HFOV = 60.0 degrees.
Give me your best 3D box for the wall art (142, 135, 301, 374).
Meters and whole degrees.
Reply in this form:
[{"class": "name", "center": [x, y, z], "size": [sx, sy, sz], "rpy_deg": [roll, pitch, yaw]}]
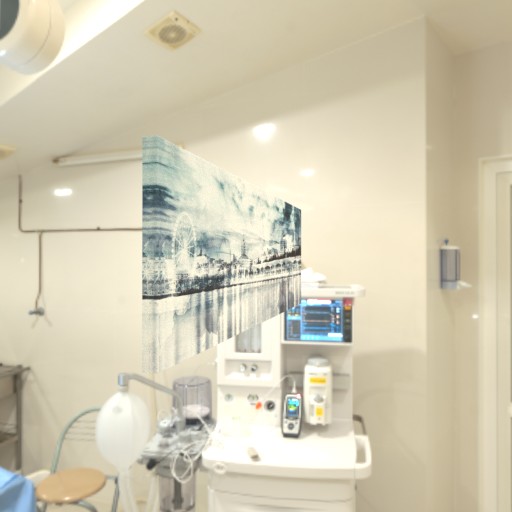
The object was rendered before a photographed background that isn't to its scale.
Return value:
[{"class": "wall art", "center": [0.000, 0.000, 1.674], "size": [0.037, 0.509, 1.524], "rpy_deg": [0, 0, 17]}]
